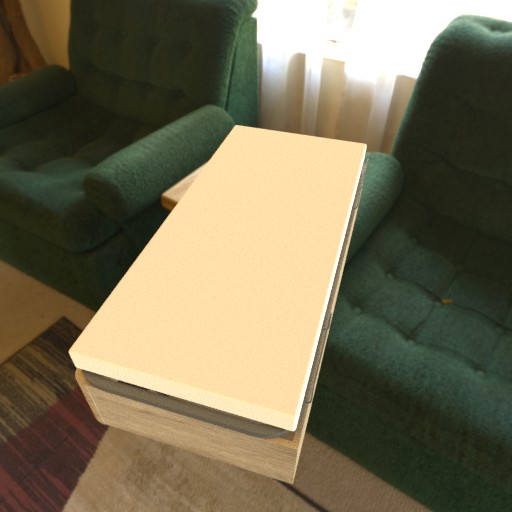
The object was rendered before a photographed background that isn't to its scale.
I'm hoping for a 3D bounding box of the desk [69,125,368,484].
[{"bbox_3d":[0.000,0.000,2.294,0.900,0.455,1.900,12,44,13],"label":"desk"}]
